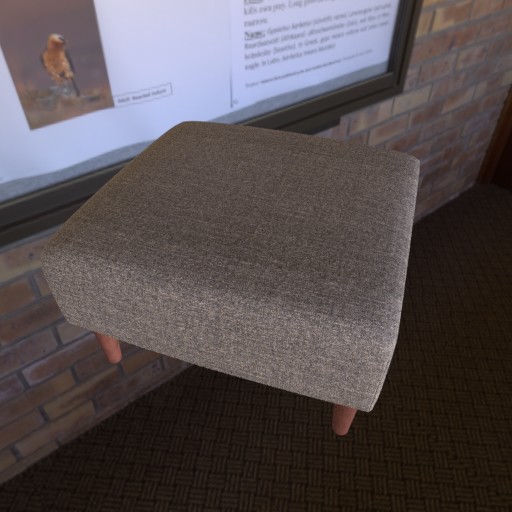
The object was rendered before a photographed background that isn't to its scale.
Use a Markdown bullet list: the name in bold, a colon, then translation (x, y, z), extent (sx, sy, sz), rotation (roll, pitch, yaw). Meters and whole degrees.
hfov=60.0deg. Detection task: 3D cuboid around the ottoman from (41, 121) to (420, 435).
- **ottoman**: translation (0.000, 0.000, 1.059), extent (0.655, 0.399, 0.648), rotation (13, 43, 14)
